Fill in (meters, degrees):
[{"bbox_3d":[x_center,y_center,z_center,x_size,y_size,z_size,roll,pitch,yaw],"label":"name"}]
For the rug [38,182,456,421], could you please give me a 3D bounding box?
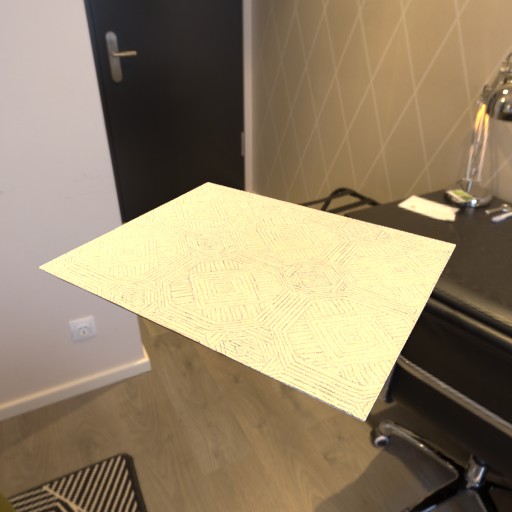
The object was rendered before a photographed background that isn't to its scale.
[{"bbox_3d":[0.000,0.000,4.131,3.049,0.015,2.457,18,35,28],"label":"rug"}]
